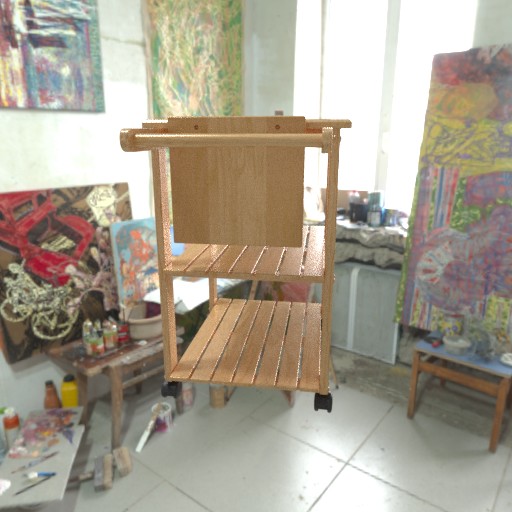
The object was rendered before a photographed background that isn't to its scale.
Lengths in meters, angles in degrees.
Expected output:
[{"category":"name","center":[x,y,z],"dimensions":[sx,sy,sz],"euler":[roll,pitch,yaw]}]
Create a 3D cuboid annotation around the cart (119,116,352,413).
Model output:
[{"category":"cart","center":[0.000,0.000,1.381],"dimensions":[0.520,0.816,0.843],"euler":[2,16,8]}]
